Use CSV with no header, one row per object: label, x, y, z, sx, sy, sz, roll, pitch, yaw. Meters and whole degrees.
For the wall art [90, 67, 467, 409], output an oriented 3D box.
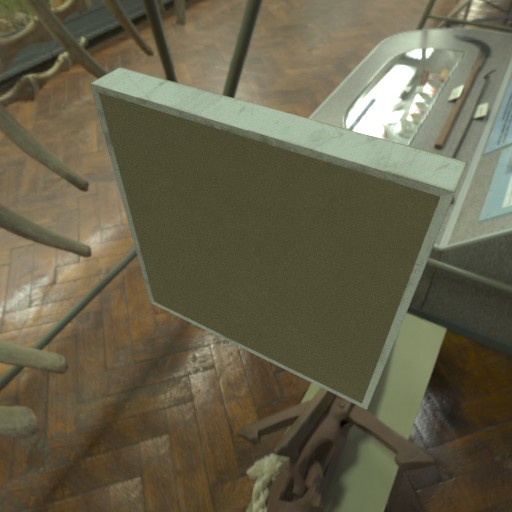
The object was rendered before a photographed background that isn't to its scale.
wall art,0.000,0.000,0.447,0.305,0.303,0.038,22,50,20
